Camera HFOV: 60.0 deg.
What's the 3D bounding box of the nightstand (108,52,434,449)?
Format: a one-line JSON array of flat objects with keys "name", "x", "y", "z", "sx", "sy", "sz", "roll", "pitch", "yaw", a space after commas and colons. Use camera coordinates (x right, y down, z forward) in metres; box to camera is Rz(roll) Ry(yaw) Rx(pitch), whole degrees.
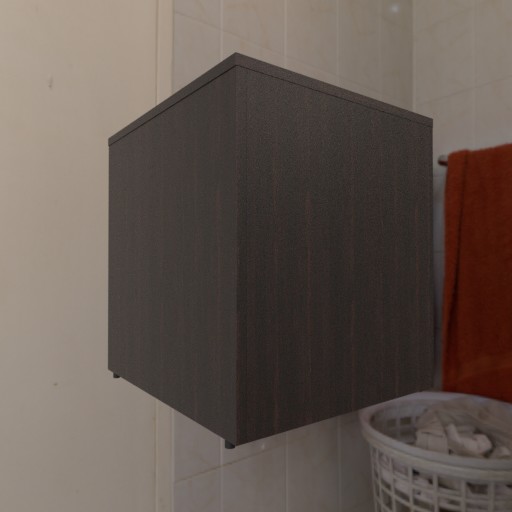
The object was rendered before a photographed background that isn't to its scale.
[{"name": "nightstand", "x": 0.000, "y": 0.000, "z": 0.809, "sx": 0.400, "sy": 0.460, "sz": 0.461, "roll": 1, "pitch": -1, "yaw": -37}]
